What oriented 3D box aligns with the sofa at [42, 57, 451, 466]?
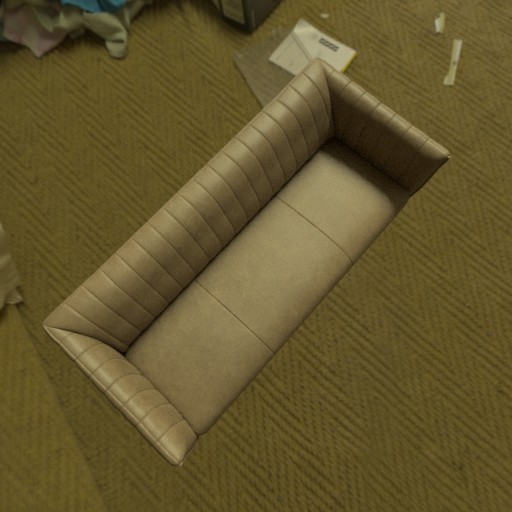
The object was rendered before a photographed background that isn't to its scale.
[{"bbox_3d":[0.000,0.000,2.412,0.876,0.779,1.980,41,78,10],"label":"sofa"}]
